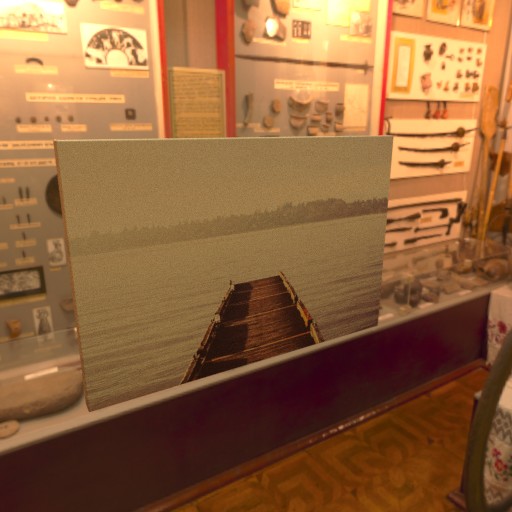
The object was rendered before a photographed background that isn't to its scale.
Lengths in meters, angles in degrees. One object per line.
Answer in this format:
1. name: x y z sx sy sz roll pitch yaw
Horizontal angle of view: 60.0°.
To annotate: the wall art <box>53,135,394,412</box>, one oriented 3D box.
1. wall art: 0.000 0.000 1.175 0.916 0.609 0.037 -9 19 -29
